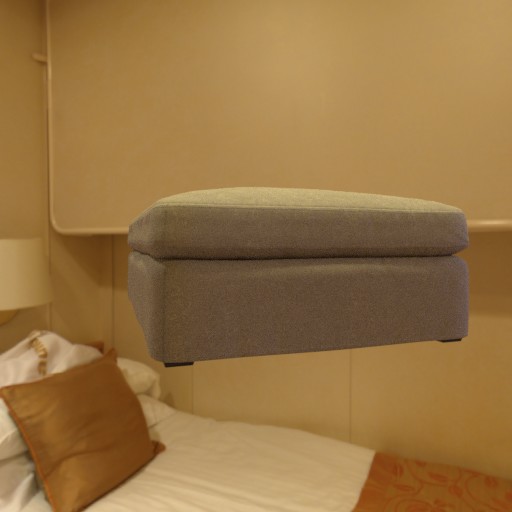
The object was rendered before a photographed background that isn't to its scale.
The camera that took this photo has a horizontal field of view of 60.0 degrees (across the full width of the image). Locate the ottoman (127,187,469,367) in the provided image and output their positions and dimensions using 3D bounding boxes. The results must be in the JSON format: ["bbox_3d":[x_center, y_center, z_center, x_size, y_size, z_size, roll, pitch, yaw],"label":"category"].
[{"bbox_3d":[0.000,0.000,1.583,0.840,0.429,1.199,-1,2,-19],"label":"ottoman"}]
